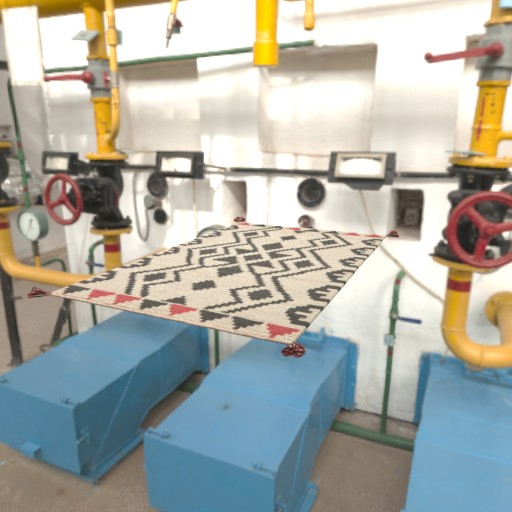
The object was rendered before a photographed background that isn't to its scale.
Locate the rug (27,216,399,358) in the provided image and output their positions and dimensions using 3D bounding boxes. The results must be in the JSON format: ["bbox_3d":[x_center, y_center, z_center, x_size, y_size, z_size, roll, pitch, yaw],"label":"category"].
[{"bbox_3d":[0.000,0.000,3.347,1.741,0.066,2.672,7,17,25],"label":"rug"}]
